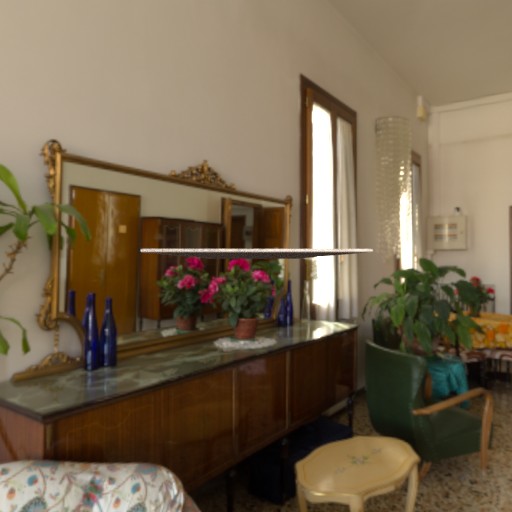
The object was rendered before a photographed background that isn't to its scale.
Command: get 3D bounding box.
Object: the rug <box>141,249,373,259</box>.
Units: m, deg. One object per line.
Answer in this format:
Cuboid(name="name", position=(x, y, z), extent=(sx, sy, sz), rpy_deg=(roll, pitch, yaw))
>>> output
Cuboid(name="rug", position=(0.000, 0.000, 2.637), extent=(0.750, 0.011, 2.435), rpy_deg=(0, -1, 0))
